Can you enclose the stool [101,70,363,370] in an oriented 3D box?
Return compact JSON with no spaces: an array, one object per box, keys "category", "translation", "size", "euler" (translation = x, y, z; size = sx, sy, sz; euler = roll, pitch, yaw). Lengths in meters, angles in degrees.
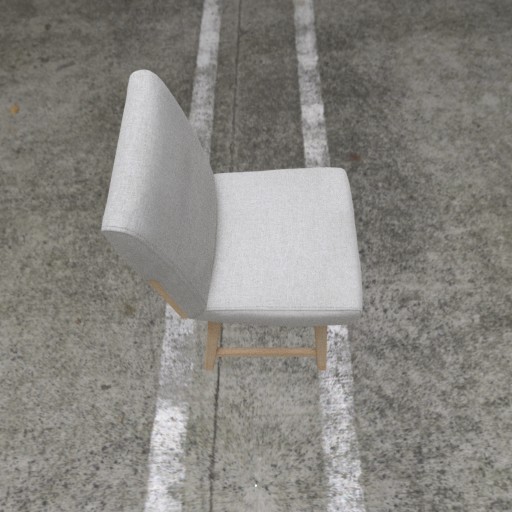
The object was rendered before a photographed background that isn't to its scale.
[{"category":"stool","translation":[0.000,0.000,1.421],"size":[0.606,1.085,0.507],"euler":[0,63,0]}]
